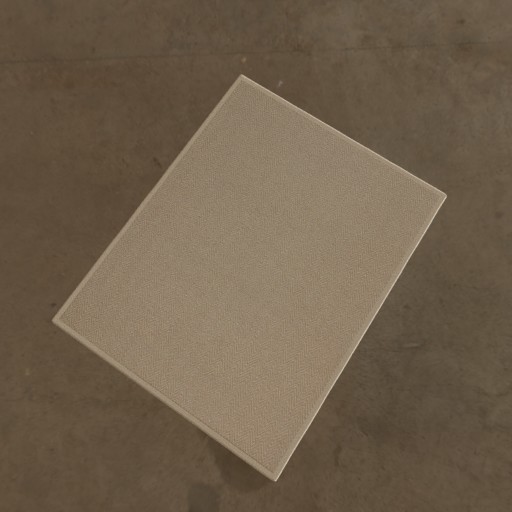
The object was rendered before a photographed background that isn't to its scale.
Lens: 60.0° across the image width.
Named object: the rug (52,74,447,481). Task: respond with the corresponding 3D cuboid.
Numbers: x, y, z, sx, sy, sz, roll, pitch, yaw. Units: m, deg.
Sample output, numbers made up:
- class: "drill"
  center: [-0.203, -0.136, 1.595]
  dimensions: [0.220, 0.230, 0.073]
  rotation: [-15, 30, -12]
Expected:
- class: "rug"
  center: [0.000, 0.000, 4.130]
  dimensions: [2.407, 0.020, 3.051]
  rotation: [33, 79, 7]
